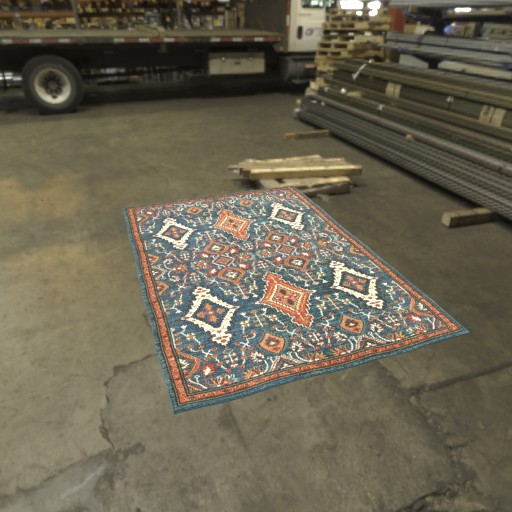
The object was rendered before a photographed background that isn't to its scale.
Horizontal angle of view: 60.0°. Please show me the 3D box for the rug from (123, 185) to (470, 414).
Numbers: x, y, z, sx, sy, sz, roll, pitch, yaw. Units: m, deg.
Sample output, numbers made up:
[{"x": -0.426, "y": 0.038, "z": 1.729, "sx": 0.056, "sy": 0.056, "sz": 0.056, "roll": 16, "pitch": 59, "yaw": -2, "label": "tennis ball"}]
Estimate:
[{"x": 0.000, "y": 0.000, "z": 3.109, "sx": 1.622, "sy": 0.009, "sz": 2.373, "roll": -10, "pitch": 31, "yaw": -17, "label": "rug"}]
